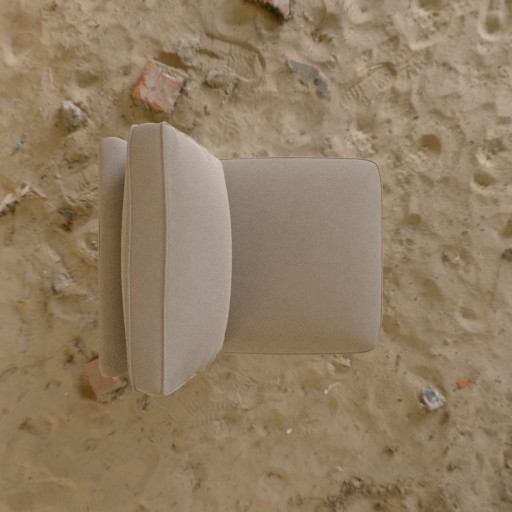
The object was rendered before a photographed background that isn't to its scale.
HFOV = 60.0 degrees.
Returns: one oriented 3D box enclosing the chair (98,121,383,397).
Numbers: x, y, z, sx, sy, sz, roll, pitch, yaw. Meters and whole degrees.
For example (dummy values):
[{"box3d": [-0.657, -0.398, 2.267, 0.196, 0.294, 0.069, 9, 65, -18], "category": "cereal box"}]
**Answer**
[{"box3d": [0.000, 0.000, 1.636, 0.912, 1.052, 0.724, 0, 91, 0], "category": "chair"}]
